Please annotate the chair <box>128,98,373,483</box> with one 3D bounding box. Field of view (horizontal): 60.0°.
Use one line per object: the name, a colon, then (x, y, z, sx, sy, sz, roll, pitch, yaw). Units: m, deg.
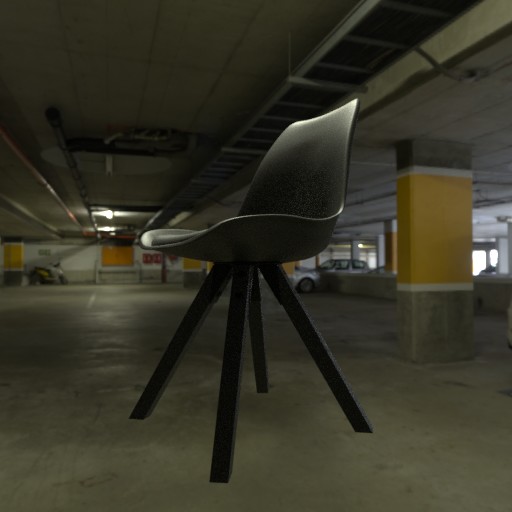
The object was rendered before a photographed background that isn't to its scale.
chair: (0.000, 0.000, 1.134, 0.550, 0.850, 0.485, 1, -1, -36)
